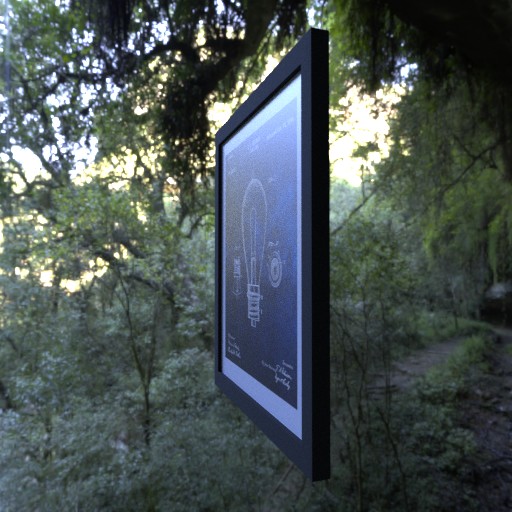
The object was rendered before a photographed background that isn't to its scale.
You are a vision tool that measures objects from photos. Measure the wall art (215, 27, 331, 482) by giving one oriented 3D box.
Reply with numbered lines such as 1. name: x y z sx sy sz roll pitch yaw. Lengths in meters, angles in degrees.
1. wall art: 0.000 0.000 0.696 0.023 0.505 0.428 0 -1 -20
